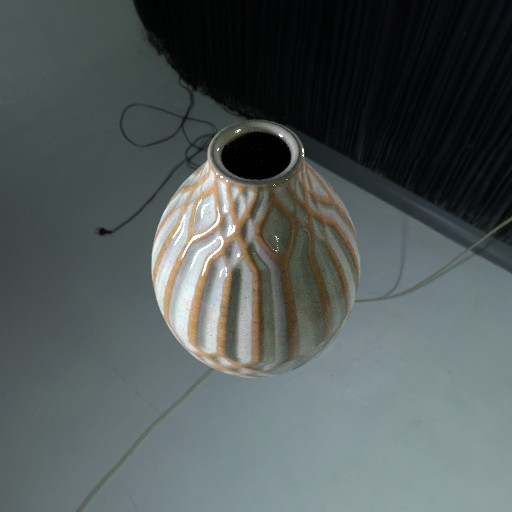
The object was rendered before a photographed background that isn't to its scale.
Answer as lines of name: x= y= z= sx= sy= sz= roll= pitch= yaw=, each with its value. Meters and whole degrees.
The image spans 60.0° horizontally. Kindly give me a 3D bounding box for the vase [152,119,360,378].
vase: x=0.000 y=0.000 z=0.275 sx=0.131 sy=0.175 sz=0.131 roll=0 pitch=57 yaw=0
